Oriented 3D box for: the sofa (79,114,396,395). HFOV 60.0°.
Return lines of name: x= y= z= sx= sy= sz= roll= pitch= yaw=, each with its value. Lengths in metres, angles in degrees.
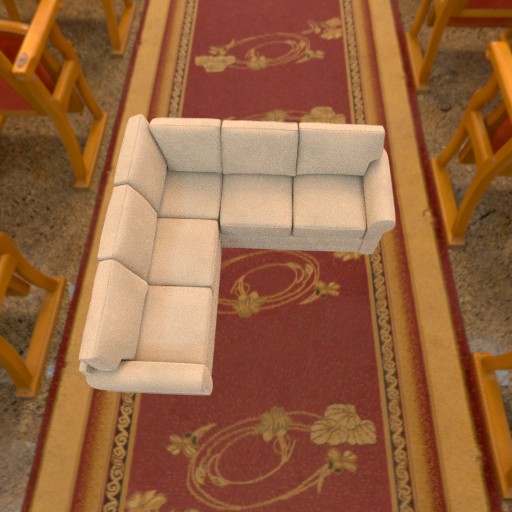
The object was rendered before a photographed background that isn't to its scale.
sofa: x=0.000 y=0.000 z=4.043 sx=2.569 sy=1.054 sz=2.487 roll=2 pitch=63 yaw=1
